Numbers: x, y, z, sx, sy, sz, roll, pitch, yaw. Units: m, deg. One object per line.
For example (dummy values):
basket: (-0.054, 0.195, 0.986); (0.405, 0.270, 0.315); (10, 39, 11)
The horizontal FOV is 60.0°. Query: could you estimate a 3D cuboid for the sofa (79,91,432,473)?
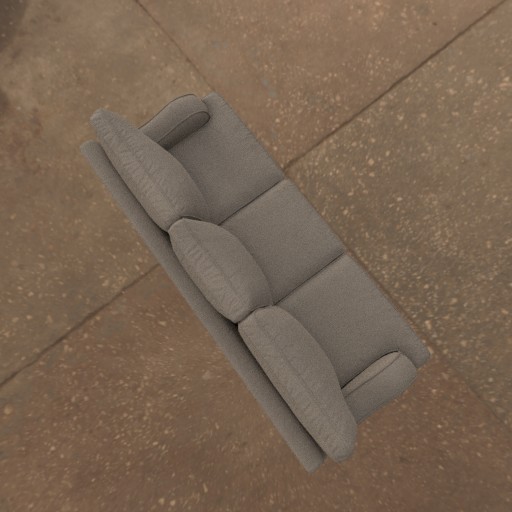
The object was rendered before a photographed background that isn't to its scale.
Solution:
sofa: (0.000, 0.000, 2.813); (1.016, 0.991, 2.323); (-36, 79, -8)
